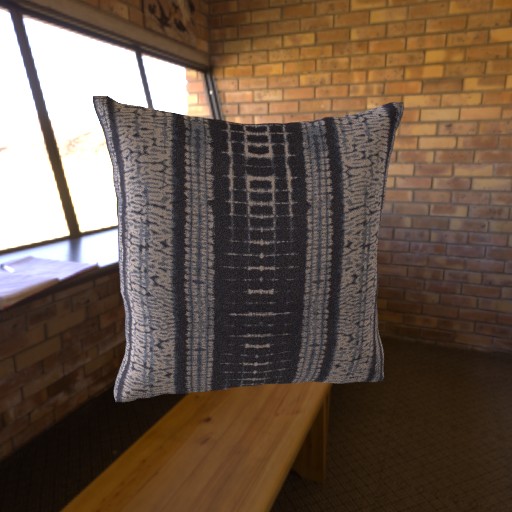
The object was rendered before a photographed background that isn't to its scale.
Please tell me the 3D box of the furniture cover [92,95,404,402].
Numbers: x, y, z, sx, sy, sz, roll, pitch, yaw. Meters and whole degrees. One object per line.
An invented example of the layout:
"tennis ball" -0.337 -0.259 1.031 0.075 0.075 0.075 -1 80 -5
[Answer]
"furniture cover" 0.000 0.000 0.644 0.425 0.435 0.133 -2 13 -9
